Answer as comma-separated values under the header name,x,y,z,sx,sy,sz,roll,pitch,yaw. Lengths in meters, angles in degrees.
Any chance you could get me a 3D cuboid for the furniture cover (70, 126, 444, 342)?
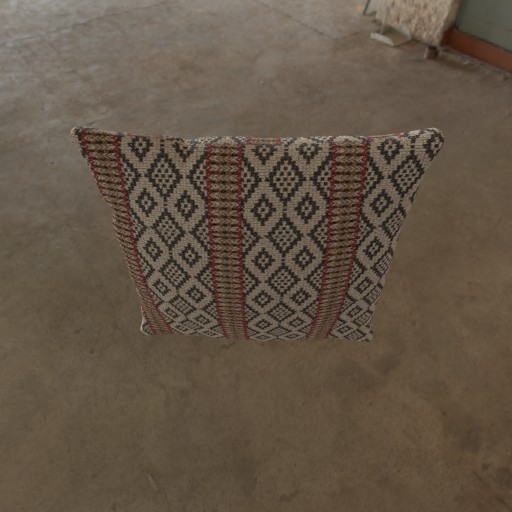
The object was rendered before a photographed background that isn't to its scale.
name,x,y,z,sx,sy,sz,roll,pitch,yaw
furniture cover,0.000,0.000,0.780,0.503,0.506,0.182,1,48,1
